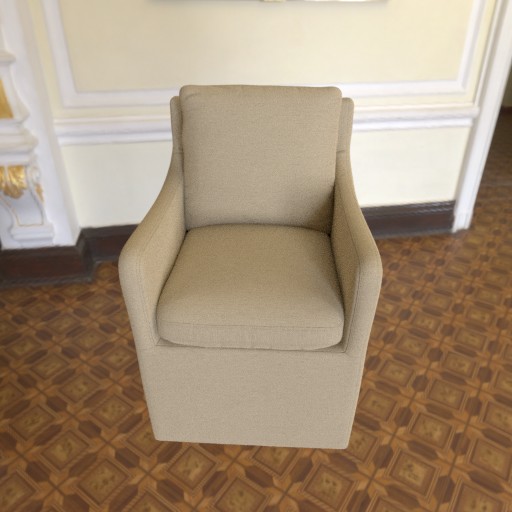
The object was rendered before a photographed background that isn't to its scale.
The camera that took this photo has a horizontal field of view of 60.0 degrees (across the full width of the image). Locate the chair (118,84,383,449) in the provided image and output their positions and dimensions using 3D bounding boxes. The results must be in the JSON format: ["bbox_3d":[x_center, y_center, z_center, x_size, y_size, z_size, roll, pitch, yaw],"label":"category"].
[{"bbox_3d":[0.000,0.000,1.348,0.626,0.914,0.694,2,30,3],"label":"chair"}]
